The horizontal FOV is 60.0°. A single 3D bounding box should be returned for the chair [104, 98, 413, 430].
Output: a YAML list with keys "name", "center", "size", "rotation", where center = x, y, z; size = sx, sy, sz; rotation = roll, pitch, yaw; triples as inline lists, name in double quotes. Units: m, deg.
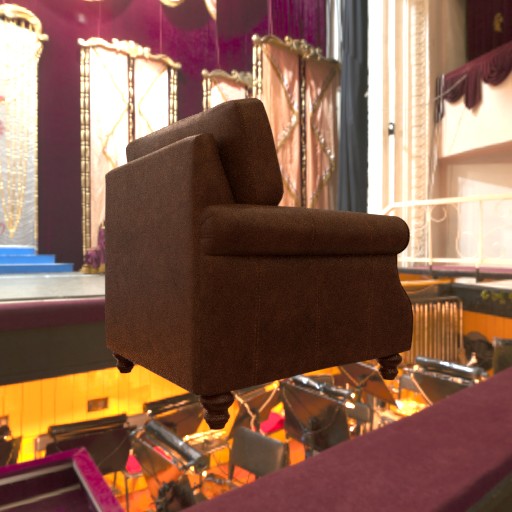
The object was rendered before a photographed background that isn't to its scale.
- name: "chair"
  center: [0.000, 0.000, 1.805]
  size: [1.002, 0.976, 0.996]
  rotation: [-1, 1, -37]
